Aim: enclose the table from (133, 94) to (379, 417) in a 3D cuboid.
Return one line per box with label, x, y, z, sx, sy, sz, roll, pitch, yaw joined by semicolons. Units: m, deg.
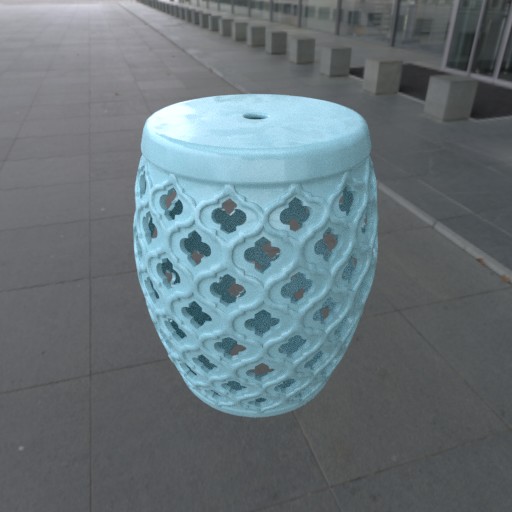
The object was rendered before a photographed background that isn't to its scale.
table;0.000;0.000;0.624;0.325;0.388;0.325;0;32;0
